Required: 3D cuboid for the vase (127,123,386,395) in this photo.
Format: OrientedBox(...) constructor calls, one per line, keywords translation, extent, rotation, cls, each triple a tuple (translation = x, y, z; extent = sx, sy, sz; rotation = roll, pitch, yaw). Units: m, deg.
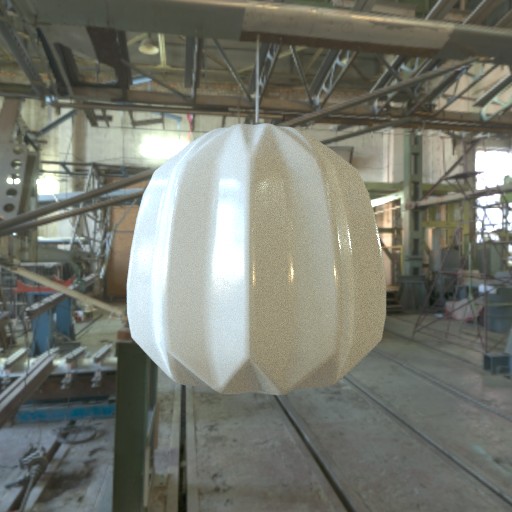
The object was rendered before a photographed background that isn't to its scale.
OrientedBox(translation=(0.000, 0.000, 0.246), extent=(0.139, 0.134, 0.139), rotation=(0, 0, 0), cls="vase")
